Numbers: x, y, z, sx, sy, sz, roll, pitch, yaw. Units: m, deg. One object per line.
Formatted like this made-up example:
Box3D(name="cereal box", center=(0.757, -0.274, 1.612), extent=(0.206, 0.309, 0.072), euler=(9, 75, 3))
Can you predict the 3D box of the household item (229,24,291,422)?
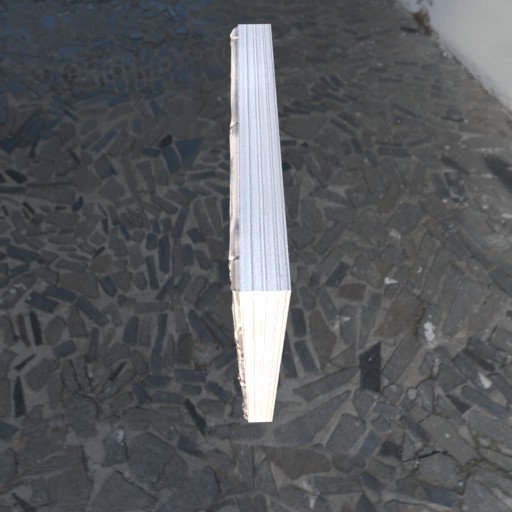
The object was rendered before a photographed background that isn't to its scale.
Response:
Box3D(name="household item", center=(0.000, 0.000, 0.291), extent=(0.025, 0.216, 0.165), euler=(-1, 58, -1))
